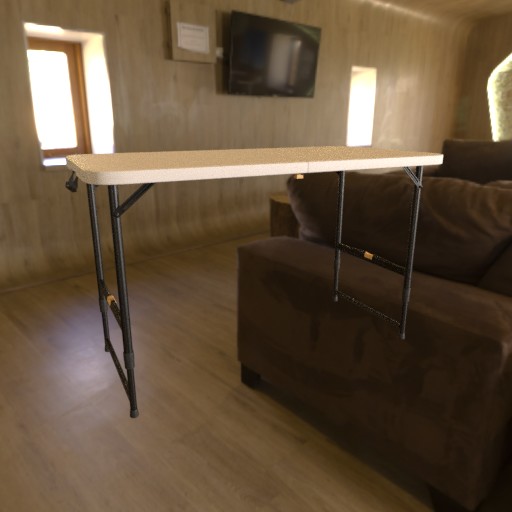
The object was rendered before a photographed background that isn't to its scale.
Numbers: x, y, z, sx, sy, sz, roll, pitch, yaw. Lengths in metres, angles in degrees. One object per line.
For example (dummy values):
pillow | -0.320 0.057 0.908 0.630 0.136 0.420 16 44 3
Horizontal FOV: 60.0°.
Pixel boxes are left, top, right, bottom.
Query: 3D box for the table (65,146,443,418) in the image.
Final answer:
table | 0.000 0.000 1.647 1.245 0.737 0.611 -9 19 -26
